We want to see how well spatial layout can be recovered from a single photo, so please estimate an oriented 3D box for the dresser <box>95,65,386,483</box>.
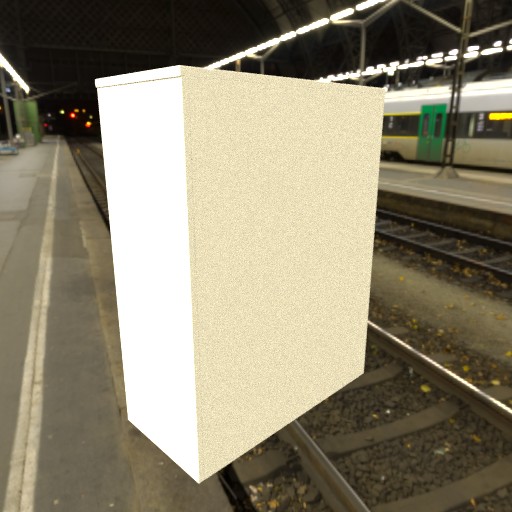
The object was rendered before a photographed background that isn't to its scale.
[{"bbox_3d":[0.000,0.000,1.436,0.800,1.040,0.380,-15,22,-42],"label":"dresser"}]
